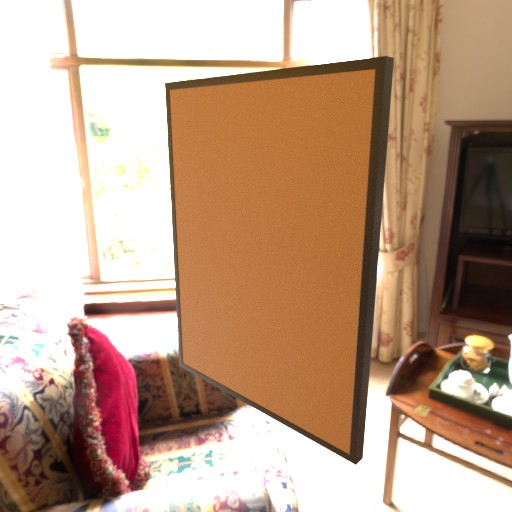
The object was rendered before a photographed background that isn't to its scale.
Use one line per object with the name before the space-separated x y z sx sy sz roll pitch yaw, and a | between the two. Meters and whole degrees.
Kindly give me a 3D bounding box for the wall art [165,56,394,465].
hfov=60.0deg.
wall art | 0.000 0.000 1.379 0.804 1.061 0.039 14 21 41
